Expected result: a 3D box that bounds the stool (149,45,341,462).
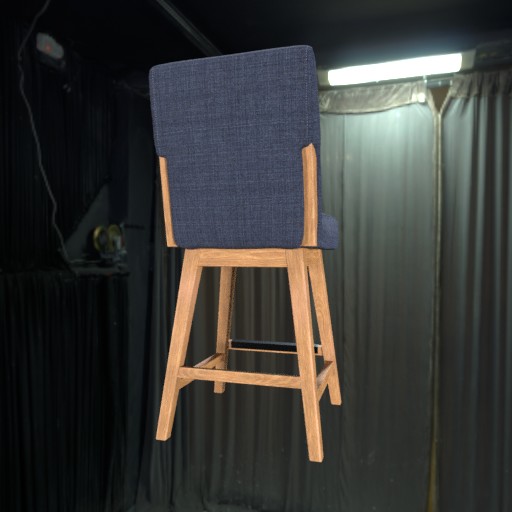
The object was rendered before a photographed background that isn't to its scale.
[{"bbox_3d":[0.000,0.000,1.340,0.459,1.010,0.526,0,1,17],"label":"stool"}]
